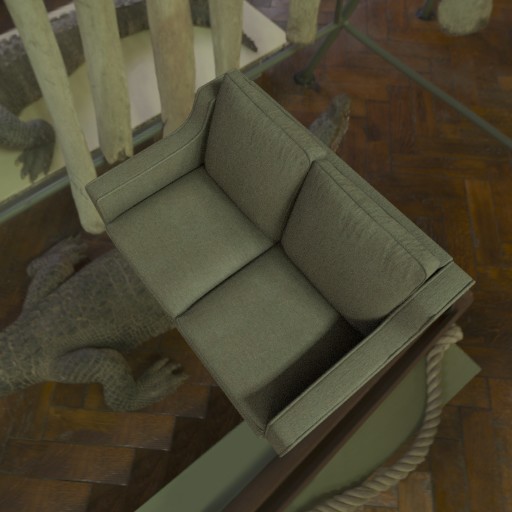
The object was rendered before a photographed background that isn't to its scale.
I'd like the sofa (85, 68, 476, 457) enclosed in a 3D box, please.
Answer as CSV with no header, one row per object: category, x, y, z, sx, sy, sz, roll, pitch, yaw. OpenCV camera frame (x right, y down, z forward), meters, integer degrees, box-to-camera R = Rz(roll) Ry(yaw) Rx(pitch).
sofa,0.000,0.000,2.125,0.985,0.981,1.503,-36,69,-16
